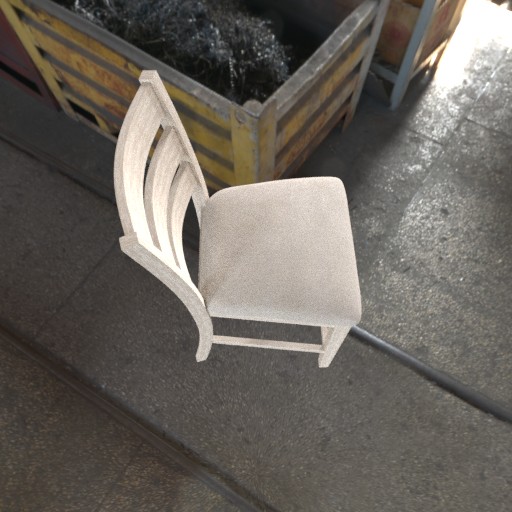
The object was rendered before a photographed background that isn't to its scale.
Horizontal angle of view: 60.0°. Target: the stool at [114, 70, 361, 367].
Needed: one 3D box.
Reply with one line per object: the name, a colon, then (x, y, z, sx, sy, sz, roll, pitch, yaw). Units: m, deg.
stool: (0.000, 0.000, 1.346, 0.569, 1.032, 0.484, -1, 64, -1)
